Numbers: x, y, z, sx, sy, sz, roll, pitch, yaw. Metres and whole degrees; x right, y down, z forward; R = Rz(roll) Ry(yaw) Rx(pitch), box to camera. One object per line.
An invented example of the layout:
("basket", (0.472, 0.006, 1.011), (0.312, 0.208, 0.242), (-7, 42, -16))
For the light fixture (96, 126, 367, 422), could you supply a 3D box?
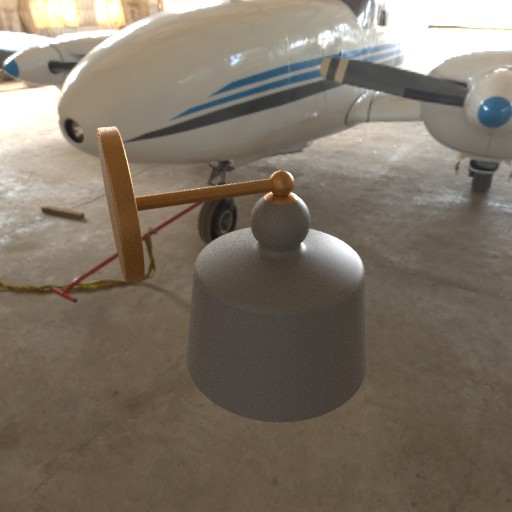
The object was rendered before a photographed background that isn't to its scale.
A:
("light fixture", (0.000, 0.000, 0.437), (0.254, 0.268, 0.204), (-11, 31, -19))
